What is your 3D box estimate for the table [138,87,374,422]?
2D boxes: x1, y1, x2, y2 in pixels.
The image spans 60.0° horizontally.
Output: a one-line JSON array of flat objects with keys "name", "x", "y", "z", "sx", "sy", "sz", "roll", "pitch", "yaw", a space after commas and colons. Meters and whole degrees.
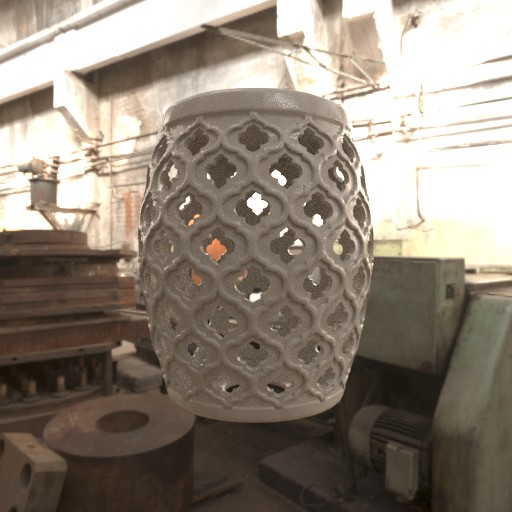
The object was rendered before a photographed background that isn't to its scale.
[{"name": "table", "x": 0.000, "y": 0.000, "z": 0.632, "sx": 0.325, "sy": 0.388, "sz": 0.325, "roll": 0, "pitch": 0, "yaw": 0}]
